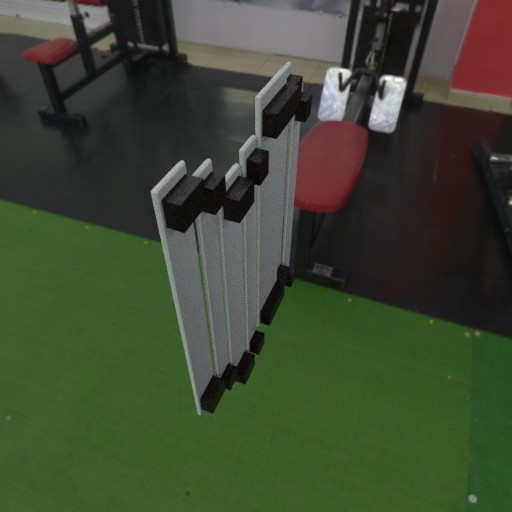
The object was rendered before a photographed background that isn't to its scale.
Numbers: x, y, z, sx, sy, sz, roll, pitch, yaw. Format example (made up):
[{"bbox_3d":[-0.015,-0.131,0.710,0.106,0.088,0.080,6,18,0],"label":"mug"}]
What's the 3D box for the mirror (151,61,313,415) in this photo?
[{"bbox_3d":[0.000,0.000,0.815,0.058,0.611,0.445,17,48,16],"label":"mirror"}]
